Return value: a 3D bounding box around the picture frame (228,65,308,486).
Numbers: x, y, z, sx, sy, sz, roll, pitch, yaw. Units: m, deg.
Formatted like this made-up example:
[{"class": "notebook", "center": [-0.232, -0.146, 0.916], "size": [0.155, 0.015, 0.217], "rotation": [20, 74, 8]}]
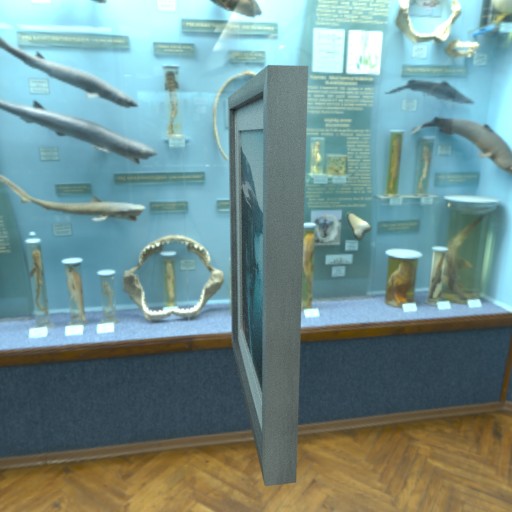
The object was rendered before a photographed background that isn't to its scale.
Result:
[{"class": "picture frame", "center": [0.000, 0.000, 0.774], "size": [0.046, 0.555, 0.449], "rotation": [-2, 16, -9]}]
